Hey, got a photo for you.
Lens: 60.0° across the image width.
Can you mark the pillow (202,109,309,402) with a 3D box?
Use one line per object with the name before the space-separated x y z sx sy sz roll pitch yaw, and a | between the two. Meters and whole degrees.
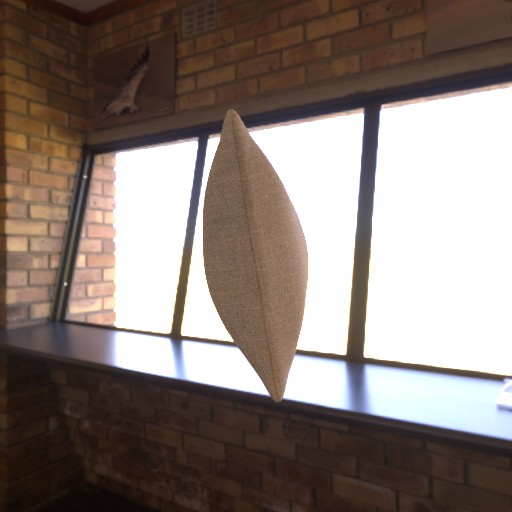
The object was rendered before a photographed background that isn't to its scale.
pillow | 0.000 0.000 0.729 0.155 0.282 0.612 0 0 0
